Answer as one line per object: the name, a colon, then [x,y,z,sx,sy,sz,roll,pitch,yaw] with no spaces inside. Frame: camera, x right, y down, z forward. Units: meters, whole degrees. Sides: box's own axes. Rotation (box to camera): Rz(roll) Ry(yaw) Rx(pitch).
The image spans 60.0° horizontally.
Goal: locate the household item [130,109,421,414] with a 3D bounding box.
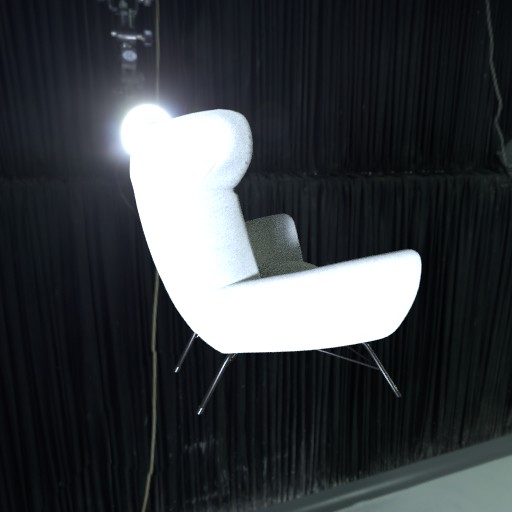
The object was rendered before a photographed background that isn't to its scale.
household item: [0.000,0.000,1.768,0.900,1.050,0.980,-7,16,-25]
